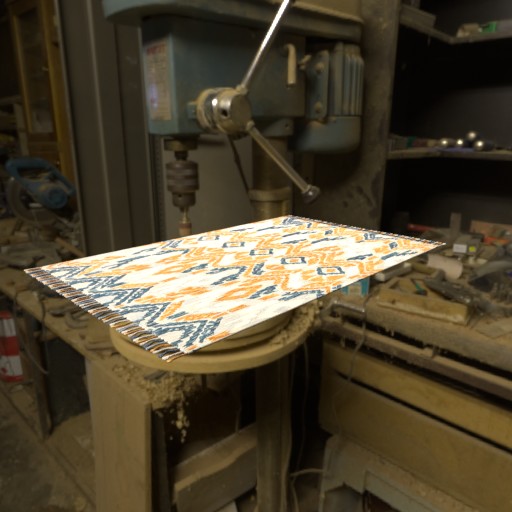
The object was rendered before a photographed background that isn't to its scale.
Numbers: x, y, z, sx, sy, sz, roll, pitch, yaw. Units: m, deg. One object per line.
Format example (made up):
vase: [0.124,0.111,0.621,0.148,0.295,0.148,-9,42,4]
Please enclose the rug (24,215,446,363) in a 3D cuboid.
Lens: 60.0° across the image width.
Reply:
rug: [0.000,0.000,2.961,2.428,0.010,1.533,-16,23,-43]
